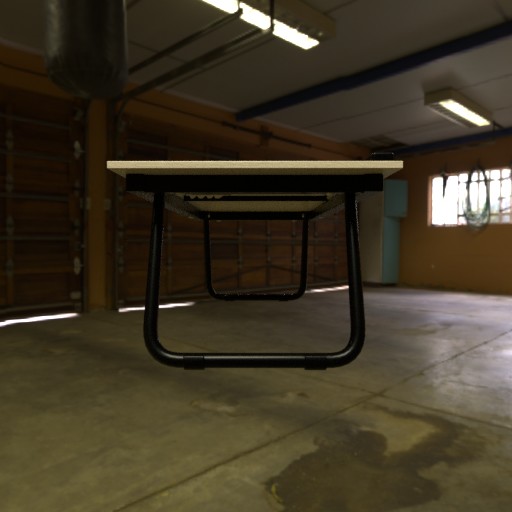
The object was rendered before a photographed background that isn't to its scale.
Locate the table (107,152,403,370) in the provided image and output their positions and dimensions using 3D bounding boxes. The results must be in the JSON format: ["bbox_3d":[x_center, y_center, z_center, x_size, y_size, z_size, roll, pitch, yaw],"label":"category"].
[{"bbox_3d":[0.000,0.000,0.805,0.322,0.242,0.644,0,1,0],"label":"table"}]
